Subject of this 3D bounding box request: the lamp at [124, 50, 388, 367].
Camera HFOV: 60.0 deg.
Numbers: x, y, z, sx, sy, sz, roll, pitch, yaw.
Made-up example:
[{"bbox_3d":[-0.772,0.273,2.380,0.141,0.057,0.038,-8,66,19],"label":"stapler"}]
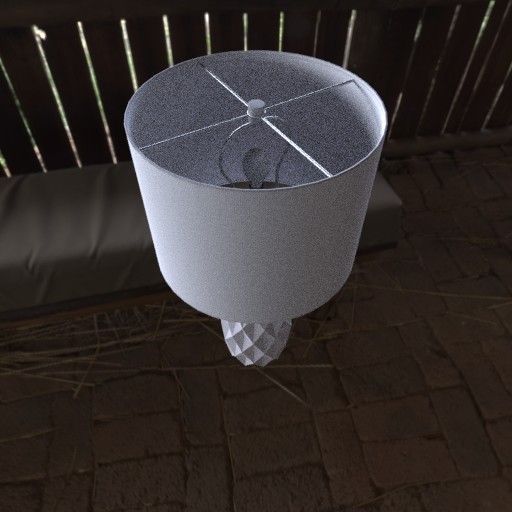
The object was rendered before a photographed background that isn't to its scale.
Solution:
[{"bbox_3d":[0.000,0.000,0.700,0.297,0.522,0.297,0,48,0],"label":"lamp"}]
